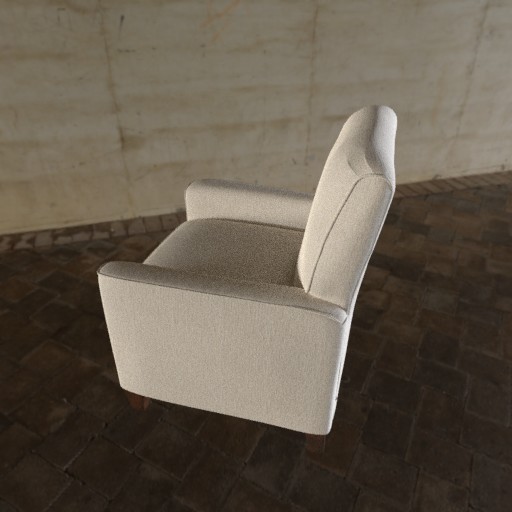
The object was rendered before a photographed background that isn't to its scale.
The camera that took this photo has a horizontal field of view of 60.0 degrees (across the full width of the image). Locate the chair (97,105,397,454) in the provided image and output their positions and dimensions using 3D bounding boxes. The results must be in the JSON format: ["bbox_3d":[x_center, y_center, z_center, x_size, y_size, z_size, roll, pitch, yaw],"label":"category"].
[{"bbox_3d":[0.000,0.000,1.624,0.858,1.028,0.841,8,32,13],"label":"chair"}]
